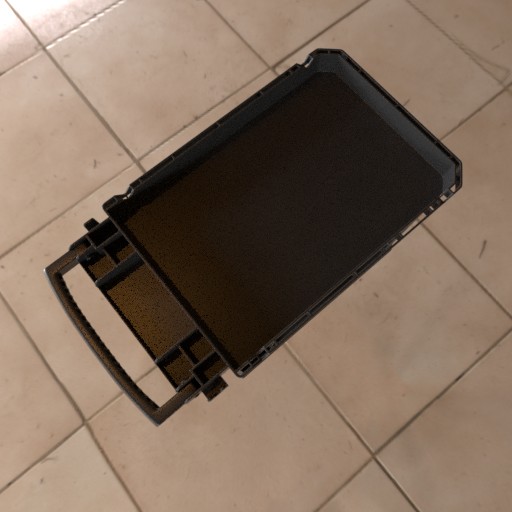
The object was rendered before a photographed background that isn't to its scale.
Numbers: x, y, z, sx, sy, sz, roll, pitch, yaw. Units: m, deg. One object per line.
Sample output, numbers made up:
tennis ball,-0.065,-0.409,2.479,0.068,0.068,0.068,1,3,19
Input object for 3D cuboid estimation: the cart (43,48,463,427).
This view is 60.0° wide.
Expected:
cart,0.000,0.000,1.777,1.239,0.884,0.674,-39,78,-10
